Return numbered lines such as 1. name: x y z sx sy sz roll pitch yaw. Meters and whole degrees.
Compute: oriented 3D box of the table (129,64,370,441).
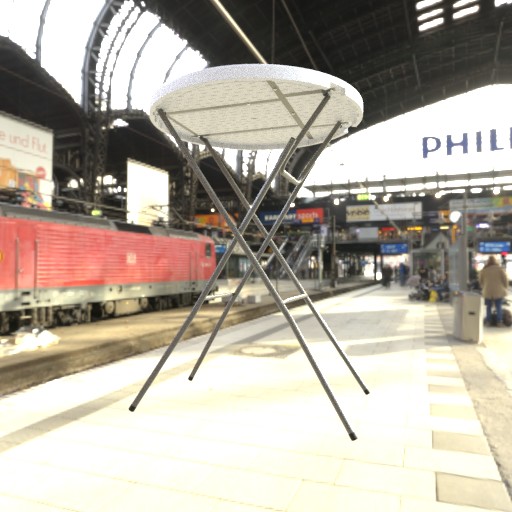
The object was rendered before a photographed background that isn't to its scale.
1. table: 0.000 0.000 1.674 0.795 1.105 0.792 -1 -2 18
